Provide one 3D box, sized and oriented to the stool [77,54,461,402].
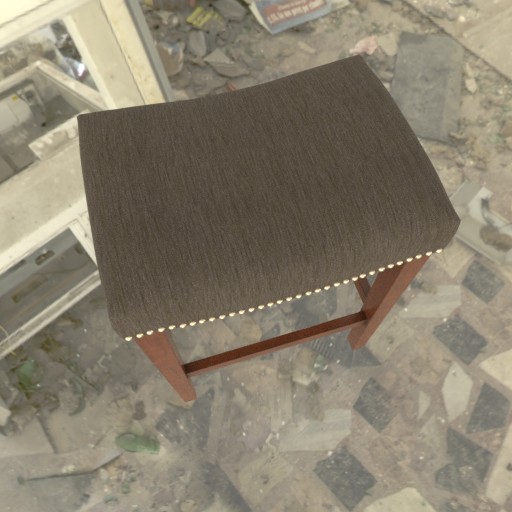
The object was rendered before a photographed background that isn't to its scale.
[{"bbox_3d":[0.000,0.000,0.924,0.504,0.654,0.372,-15,64,-8],"label":"stool"}]
